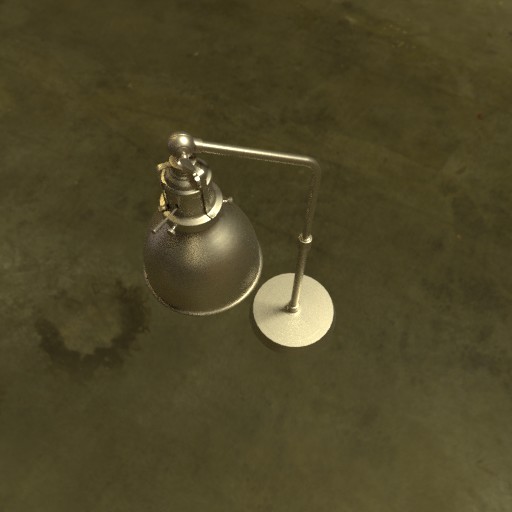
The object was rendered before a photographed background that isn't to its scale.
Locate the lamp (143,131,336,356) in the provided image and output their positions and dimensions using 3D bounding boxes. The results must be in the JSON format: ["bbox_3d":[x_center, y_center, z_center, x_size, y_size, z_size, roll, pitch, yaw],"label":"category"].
[{"bbox_3d":[0.000,0.000,0.579,0.286,0.456,0.153,-13,60,-8],"label":"lamp"}]
